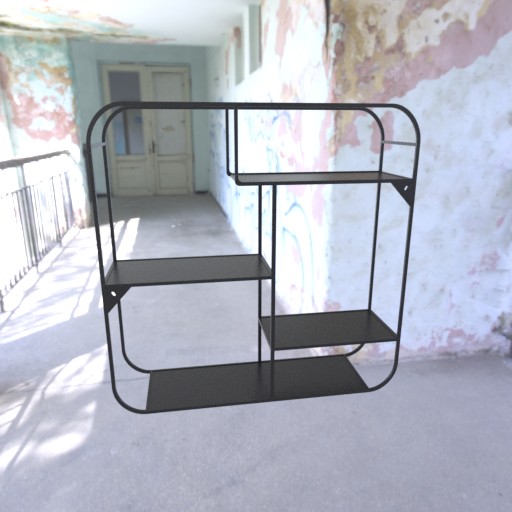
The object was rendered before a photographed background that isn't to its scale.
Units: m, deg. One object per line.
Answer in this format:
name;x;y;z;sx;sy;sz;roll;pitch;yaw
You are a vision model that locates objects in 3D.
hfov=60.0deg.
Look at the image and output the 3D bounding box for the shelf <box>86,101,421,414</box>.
shelf;0.000;0.000;0.927;0.600;0.600;0.160;-3;17;-9
